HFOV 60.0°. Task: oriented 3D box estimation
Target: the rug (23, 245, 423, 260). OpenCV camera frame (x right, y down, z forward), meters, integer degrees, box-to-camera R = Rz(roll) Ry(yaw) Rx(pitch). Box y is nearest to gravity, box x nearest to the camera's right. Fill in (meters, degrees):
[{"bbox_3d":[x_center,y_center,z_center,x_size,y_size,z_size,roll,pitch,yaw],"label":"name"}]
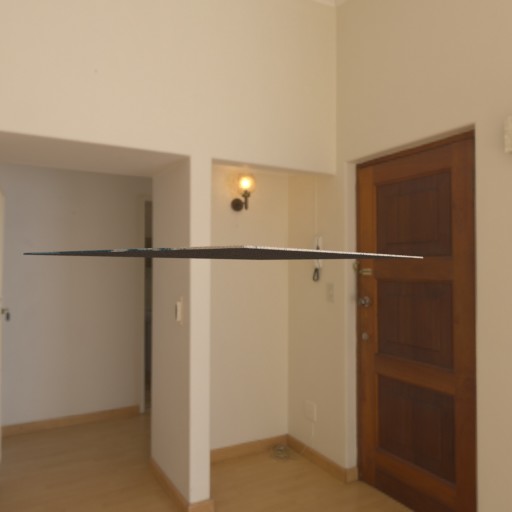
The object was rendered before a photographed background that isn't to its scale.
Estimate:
[{"bbox_3d":[0.000,0.000,2.331,1.232,0.009,1.836,-1,-2,35],"label":"rug"}]
